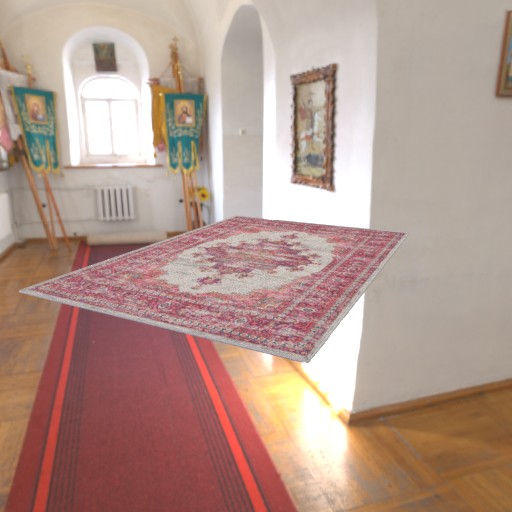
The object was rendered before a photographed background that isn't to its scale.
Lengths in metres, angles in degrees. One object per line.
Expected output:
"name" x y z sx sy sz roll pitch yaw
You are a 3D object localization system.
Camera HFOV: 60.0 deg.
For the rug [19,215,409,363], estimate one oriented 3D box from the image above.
"rug" 0.000 0.000 2.844 1.555 0.011 2.232 8 18 26
